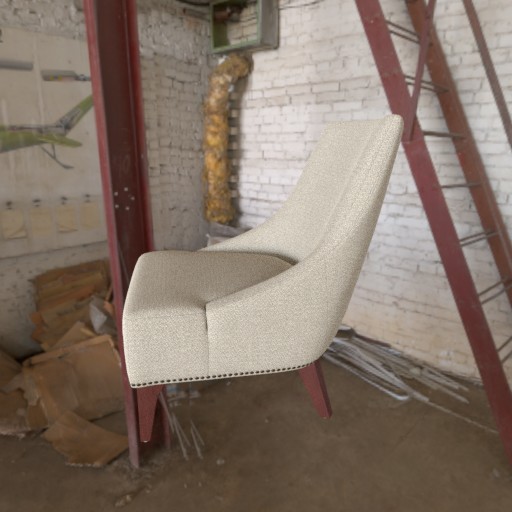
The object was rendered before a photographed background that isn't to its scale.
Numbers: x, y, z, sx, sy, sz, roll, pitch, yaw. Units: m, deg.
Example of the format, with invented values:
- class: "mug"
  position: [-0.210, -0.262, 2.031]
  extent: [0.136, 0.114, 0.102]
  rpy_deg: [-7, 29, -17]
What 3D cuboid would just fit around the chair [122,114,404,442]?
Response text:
- class: "chair"
  position: [0.000, 0.000, 1.523]
  extent: [0.861, 0.909, 0.701]
  rpy_deg: [-3, 15, -10]
